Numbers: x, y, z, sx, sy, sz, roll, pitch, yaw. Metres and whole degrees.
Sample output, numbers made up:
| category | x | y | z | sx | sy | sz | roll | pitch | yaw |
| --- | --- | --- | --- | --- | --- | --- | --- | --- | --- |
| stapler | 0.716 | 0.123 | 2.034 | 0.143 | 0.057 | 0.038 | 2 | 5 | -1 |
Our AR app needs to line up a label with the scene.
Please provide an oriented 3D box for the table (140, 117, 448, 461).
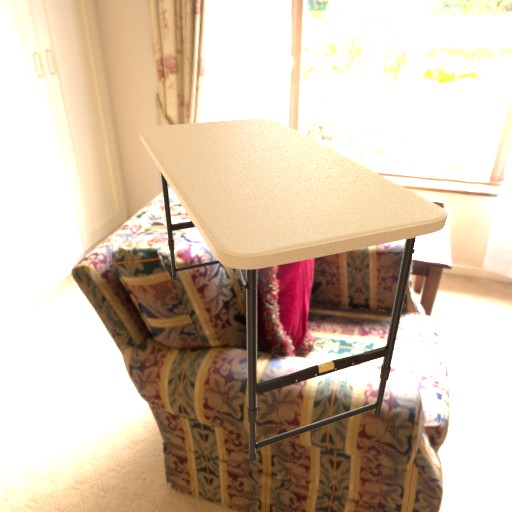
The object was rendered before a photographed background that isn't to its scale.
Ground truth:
| category | x | y | z | sx | sy | sz | roll | pitch | yaw |
| --- | --- | --- | --- | --- | --- | --- | --- | --- | --- |
| table | 0.000 | 0.000 | 1.664 | 0.610 | 0.737 | 1.219 | -11 | 31 | -19 |
